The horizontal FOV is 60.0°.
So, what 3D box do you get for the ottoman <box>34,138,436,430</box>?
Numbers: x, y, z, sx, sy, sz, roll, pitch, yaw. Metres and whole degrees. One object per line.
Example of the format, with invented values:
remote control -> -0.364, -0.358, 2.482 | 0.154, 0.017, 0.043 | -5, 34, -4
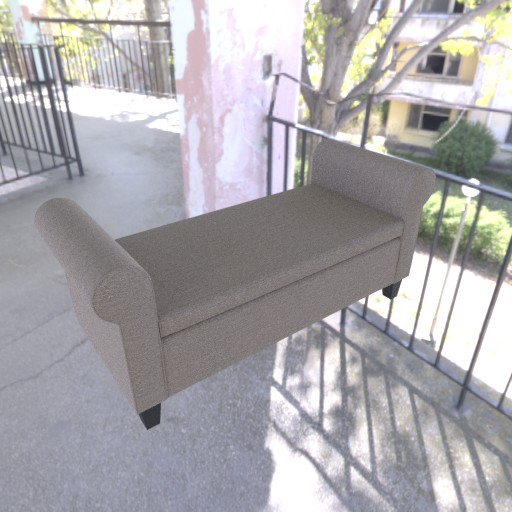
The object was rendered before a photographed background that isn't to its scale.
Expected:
ottoman -> 0.000, 0.000, 1.560 | 1.256, 0.547, 0.521 | -20, 35, -31
